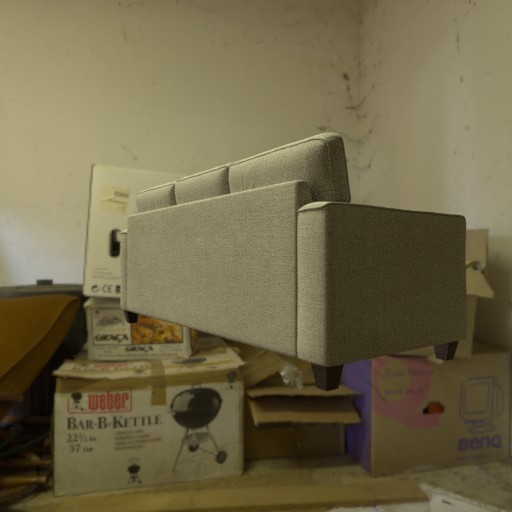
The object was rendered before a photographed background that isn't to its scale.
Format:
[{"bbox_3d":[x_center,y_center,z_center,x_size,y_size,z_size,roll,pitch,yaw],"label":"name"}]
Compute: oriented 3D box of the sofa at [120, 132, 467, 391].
[{"bbox_3d":[0.000,0.000,2.640,0.939,0.965,2.133,0,0,-36],"label":"sofa"}]
